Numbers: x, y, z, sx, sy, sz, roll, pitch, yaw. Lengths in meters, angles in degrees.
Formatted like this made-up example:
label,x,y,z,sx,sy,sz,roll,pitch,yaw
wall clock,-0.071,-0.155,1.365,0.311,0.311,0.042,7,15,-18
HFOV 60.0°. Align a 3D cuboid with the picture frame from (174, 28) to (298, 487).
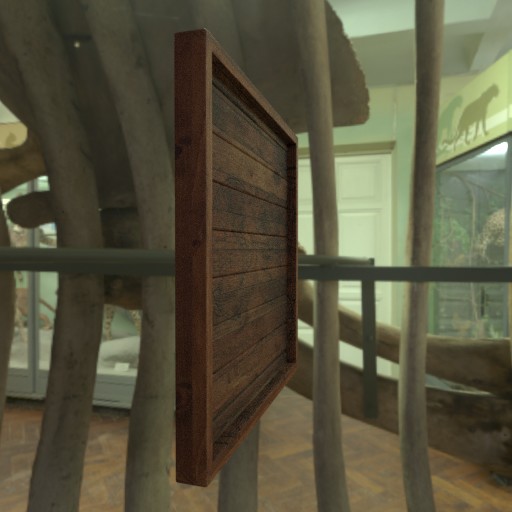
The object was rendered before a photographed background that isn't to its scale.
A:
label,x,y,z,sx,sy,sz,roll,pitch,yaw
picture frame,0.000,0.000,0.514,0.028,0.356,0.352,0,1,17
